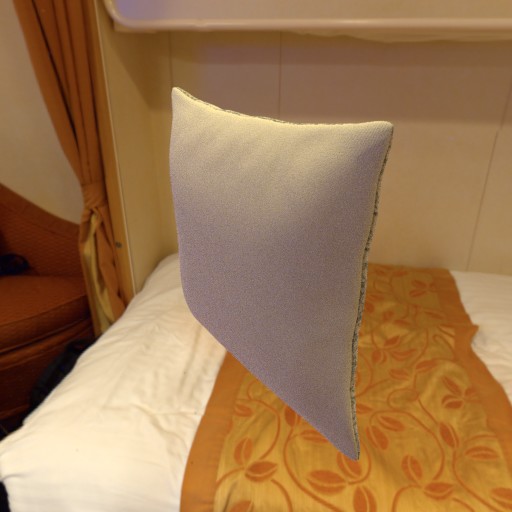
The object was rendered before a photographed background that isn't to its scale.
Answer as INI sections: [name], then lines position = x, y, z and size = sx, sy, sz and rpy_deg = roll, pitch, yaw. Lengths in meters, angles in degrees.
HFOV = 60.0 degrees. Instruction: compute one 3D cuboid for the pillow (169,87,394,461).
[pillow]
position = 0.000, 0.000, 0.761
size = 0.166, 0.510, 0.523
rpy_deg = -17, 30, -32
